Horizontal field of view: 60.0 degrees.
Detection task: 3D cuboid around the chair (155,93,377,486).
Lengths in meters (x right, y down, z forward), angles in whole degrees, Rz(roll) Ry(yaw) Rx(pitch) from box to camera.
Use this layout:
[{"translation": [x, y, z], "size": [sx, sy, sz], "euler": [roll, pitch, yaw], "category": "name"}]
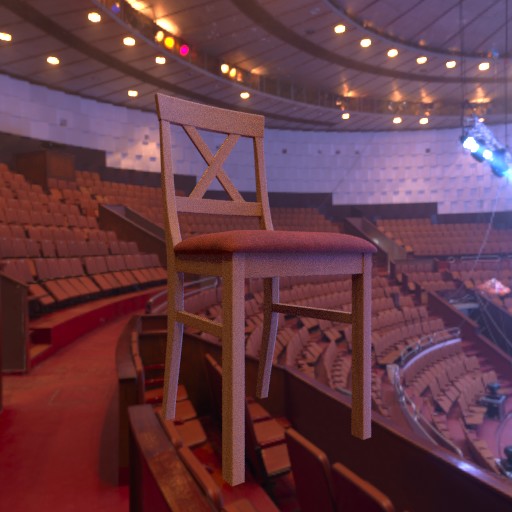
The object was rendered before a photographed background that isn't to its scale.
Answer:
[{"translation": [0.000, 0.000, 1.174], "size": [0.439, 0.912, 0.492], "euler": [0, 1, -35], "category": "chair"}]
